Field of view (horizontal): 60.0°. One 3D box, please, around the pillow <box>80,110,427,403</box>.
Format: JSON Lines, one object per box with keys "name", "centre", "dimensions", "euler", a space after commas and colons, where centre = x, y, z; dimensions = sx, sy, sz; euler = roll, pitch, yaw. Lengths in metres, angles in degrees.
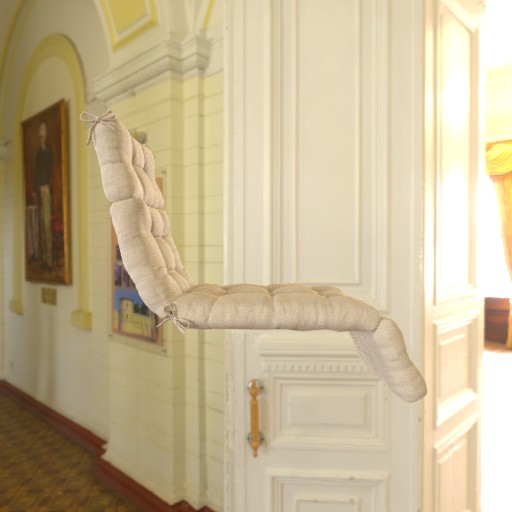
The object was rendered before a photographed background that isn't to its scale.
{"name": "pillow", "centre": [0.000, 0.000, 1.526], "dimensions": [1.016, 0.863, 0.526], "euler": [0, 1, -1]}
